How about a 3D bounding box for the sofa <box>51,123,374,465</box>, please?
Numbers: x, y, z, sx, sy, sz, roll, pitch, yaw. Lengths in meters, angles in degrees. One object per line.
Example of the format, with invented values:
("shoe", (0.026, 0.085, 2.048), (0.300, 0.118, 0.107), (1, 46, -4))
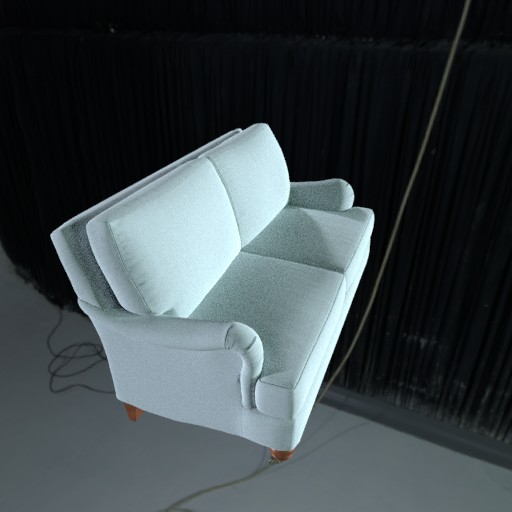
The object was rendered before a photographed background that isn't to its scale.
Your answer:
("sofa", (0.000, 0.000, 2.520), (1.084, 1.101, 1.853), (11, 32, 19))
